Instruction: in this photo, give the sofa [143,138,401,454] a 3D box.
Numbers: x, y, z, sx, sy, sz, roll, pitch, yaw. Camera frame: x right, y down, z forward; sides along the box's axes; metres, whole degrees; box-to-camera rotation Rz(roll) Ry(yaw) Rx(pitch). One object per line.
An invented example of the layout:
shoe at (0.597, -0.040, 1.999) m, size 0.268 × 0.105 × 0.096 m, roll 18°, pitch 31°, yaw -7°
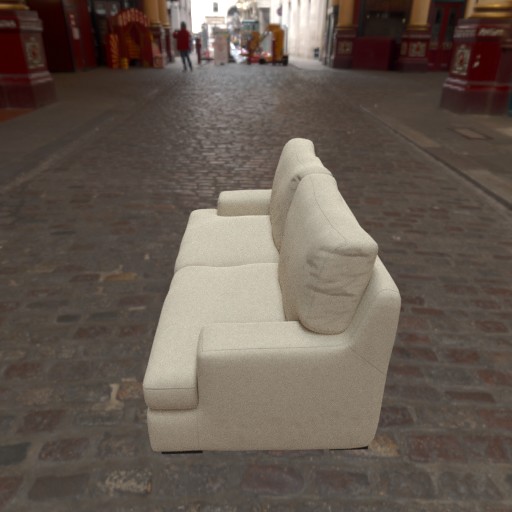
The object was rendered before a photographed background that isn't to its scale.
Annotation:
sofa at (0.000, 0.000, 2.471) m, size 0.962 × 0.967 × 1.885 m, roll -1°, pitch 27°, yaw -1°
